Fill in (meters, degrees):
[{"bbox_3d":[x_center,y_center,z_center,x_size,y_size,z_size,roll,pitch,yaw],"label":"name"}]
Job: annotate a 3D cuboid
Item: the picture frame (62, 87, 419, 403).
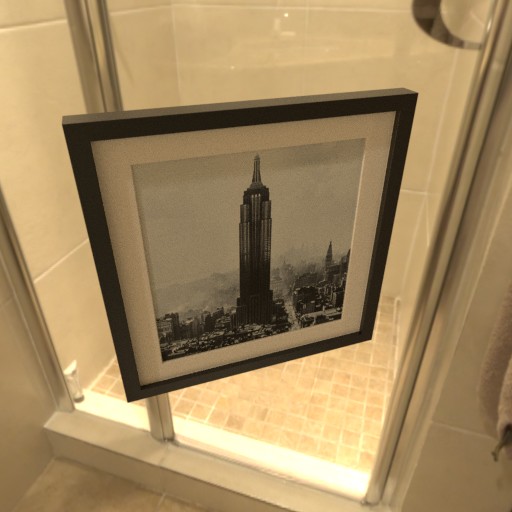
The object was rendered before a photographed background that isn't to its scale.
[{"bbox_3d":[0.000,0.000,0.527,0.355,0.353,0.029,-10,34,-16],"label":"picture frame"}]
